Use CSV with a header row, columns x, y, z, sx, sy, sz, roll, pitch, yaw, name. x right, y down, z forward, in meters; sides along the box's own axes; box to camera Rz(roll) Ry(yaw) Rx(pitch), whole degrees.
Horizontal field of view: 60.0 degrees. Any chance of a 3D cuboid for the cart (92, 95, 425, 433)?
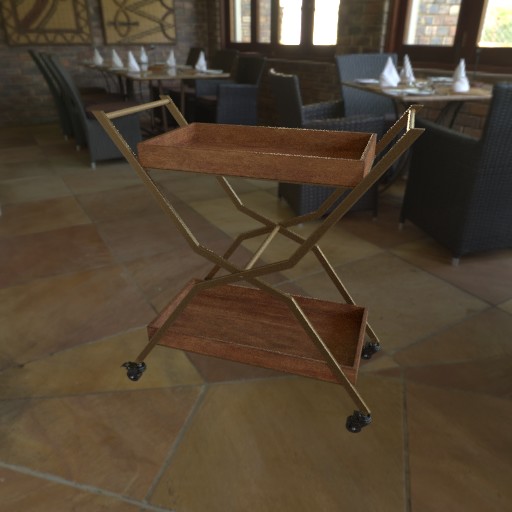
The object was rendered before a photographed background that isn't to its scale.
x,y,z,sx,sy,sz,roll,pitch,yaw,name
0.000,0.000,1.357,0.836,0.869,0.405,8,27,16,cart
